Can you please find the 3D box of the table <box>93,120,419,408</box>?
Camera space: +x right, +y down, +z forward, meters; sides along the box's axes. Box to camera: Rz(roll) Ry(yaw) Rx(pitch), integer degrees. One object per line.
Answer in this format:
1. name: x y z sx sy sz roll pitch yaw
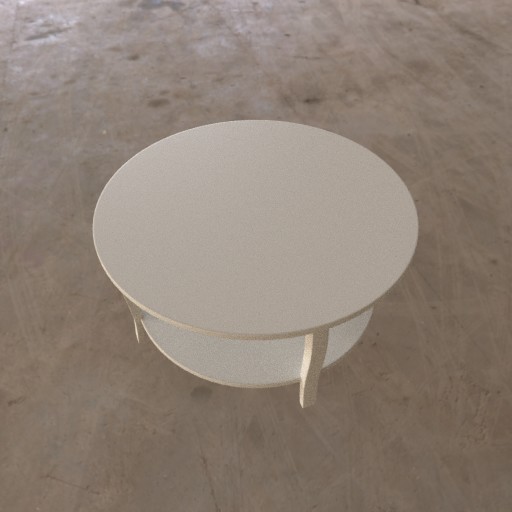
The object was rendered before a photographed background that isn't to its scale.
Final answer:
1. table: 0.000 0.000 1.438 0.910 0.457 0.910 0 46 0
